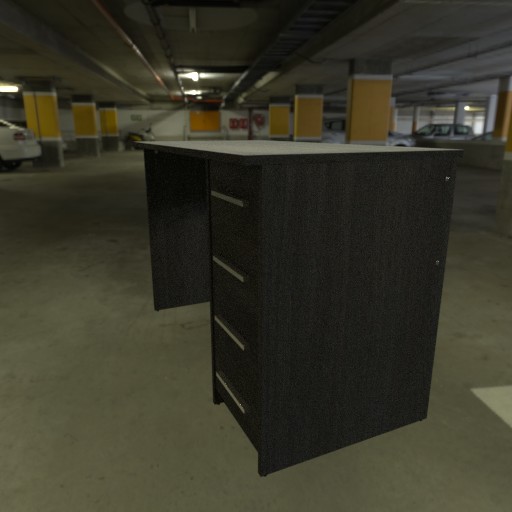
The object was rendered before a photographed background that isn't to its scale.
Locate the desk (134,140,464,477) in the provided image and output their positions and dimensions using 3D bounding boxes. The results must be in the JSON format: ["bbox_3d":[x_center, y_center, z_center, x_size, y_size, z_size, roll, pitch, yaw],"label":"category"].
[{"bbox_3d":[0.000,0.000,1.497,0.560,0.730,1.096,-7,17,-24],"label":"desk"}]
